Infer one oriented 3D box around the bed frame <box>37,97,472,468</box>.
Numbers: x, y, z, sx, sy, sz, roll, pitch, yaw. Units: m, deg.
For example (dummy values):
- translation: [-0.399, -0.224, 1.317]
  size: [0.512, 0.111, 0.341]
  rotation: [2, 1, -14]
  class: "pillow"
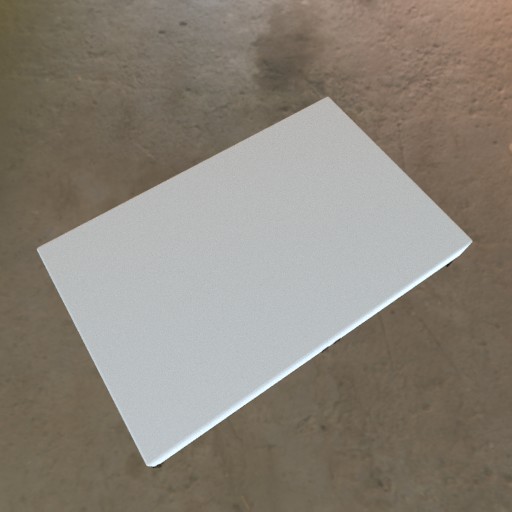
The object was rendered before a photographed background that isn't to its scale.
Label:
- translation: [0.000, 0.000, 3.772]
  size: [2.987, 0.440, 1.930]
  rotation: [-31, 68, -14]
  class: "bed frame"
